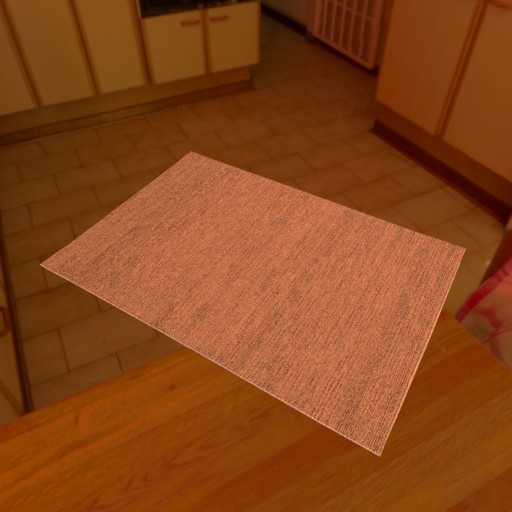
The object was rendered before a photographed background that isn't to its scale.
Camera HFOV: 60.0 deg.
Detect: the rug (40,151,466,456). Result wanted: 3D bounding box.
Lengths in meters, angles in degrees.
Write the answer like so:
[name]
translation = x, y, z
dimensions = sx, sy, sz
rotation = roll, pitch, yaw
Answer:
[rug]
translation = 0.000, 0.000, 2.938
dimensions = 2.338, 0.030, 1.616
rotation = 24, 49, 22
